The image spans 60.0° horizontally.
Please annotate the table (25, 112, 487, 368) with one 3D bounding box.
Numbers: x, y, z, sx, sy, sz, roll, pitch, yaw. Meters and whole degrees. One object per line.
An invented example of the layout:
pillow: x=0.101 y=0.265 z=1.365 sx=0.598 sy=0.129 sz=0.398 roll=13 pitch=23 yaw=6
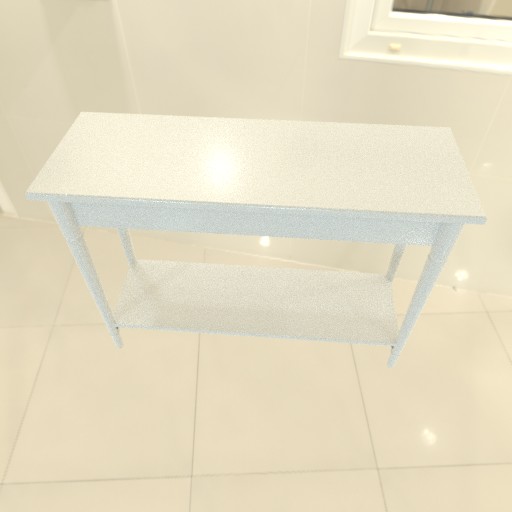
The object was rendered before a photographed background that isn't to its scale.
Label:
table: x=0.000 y=0.000 z=1.418 sx=1.067 sy=0.749 sz=0.381 roll=3 pitch=47 yaw=3
